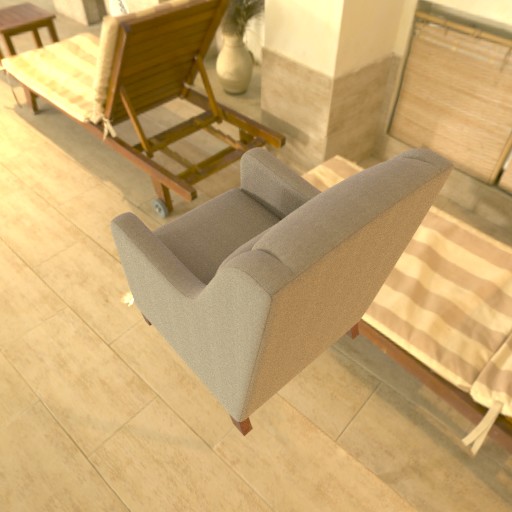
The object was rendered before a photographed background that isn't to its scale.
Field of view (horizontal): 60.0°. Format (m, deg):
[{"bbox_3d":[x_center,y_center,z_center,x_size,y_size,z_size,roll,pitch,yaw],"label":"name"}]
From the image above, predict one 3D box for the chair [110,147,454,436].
[{"bbox_3d":[0.000,0.000,1.634,0.715,1.017,0.890,-33,55,-27],"label":"chair"}]
